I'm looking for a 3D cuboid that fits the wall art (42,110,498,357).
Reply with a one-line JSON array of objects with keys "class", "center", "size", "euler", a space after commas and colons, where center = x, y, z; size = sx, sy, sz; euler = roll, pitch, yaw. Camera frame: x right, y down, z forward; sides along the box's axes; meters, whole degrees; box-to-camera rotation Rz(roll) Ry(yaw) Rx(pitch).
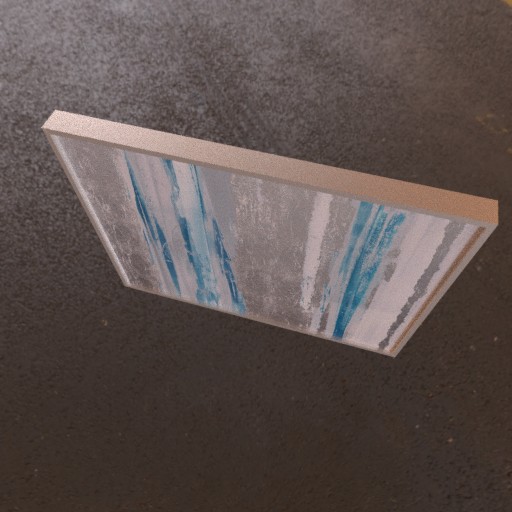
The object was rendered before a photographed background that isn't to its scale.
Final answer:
[{"class": "wall art", "center": [0.000, 0.000, 1.346], "size": [1.056, 0.801, 0.066], "euler": [14, 59, 8]}]
